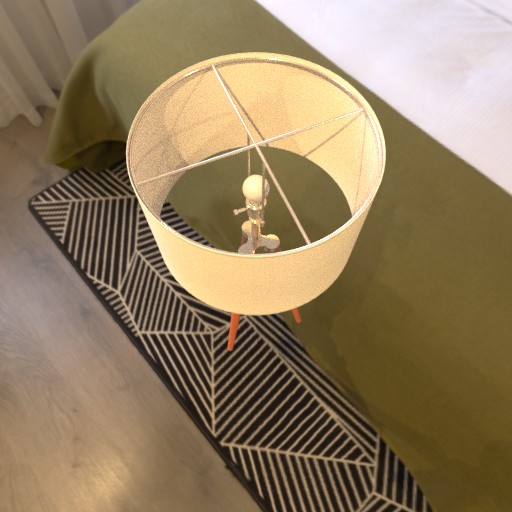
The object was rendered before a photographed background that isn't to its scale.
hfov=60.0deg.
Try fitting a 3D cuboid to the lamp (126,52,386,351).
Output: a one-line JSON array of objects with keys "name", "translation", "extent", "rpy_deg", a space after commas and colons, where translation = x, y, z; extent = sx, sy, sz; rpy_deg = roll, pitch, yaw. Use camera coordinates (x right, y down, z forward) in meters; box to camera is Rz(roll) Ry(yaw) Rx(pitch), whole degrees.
[{"name": "lamp", "translation": [0.000, 0.000, 0.927], "extent": [0.354, 0.709, 0.355], "rpy_deg": [16, 65, 8]}]
